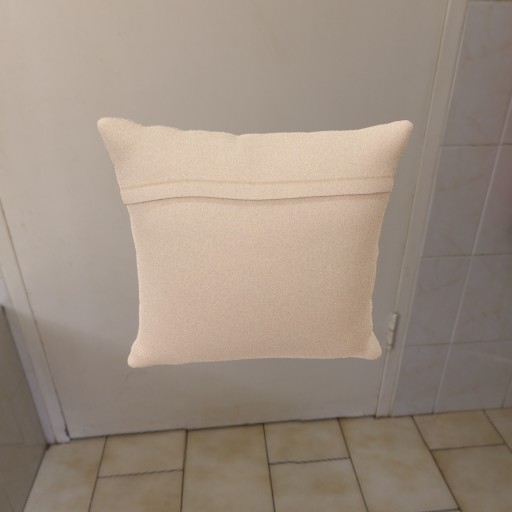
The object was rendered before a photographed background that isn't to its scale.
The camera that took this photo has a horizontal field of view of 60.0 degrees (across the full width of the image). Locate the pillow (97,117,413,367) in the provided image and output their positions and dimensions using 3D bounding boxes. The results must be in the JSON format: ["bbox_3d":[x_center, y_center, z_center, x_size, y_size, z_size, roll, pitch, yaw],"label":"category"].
[{"bbox_3d":[0.000,0.000,0.825,0.536,0.506,0.229,-2,28,-3],"label":"pillow"}]
